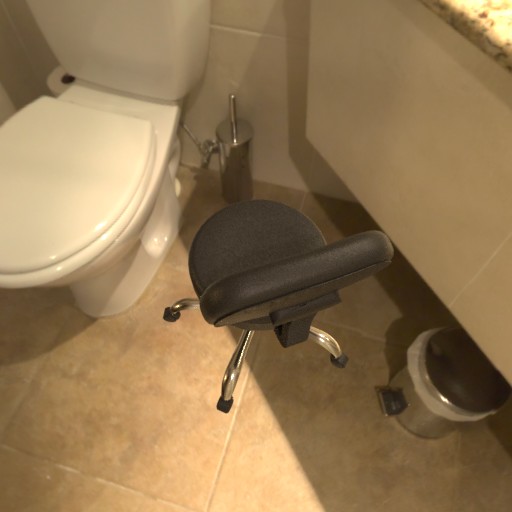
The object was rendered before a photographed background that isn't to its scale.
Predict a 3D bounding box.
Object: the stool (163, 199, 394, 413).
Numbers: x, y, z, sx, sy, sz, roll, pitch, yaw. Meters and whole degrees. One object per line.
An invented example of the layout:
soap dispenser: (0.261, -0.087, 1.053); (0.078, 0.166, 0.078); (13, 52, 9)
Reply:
stool: (0.000, 0.000, 1.320); (0.673, 0.862, 0.648); (-17, 61, -10)
